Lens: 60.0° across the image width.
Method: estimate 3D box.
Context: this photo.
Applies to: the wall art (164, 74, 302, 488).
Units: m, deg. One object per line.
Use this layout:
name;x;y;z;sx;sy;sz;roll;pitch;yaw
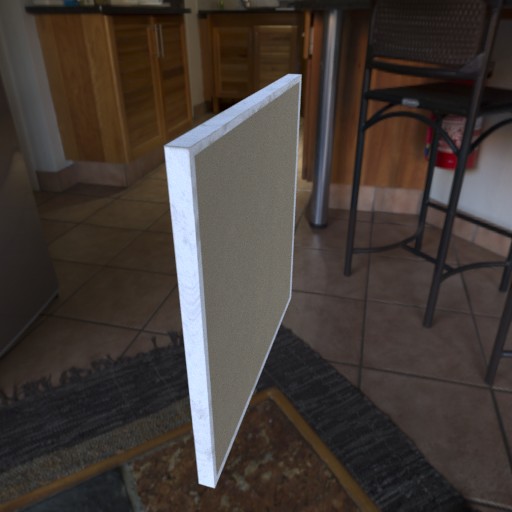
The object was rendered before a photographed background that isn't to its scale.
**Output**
wall art;0.000;0.000;1.111;0.038;0.757;0.760;8;31;14
